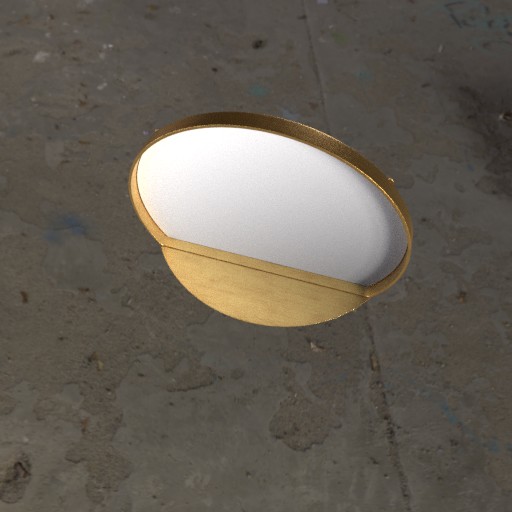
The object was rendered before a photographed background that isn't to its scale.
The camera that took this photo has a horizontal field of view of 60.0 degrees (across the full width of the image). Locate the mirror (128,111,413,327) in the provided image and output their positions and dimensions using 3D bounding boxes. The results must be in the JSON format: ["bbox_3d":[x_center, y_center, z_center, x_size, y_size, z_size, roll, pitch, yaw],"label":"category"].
[{"bbox_3d":[0.000,0.000,0.700,0.457,0.457,0.133,14,60,8],"label":"mirror"}]
